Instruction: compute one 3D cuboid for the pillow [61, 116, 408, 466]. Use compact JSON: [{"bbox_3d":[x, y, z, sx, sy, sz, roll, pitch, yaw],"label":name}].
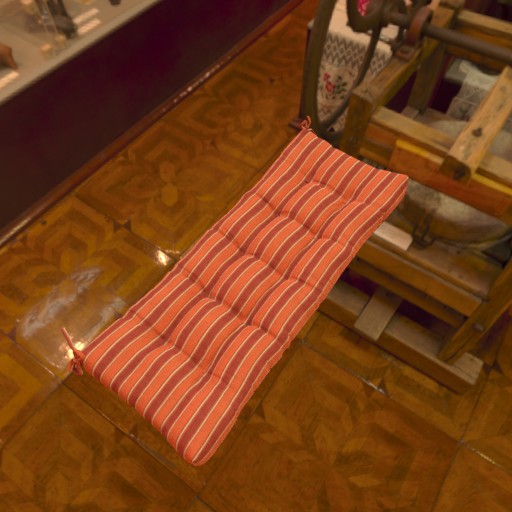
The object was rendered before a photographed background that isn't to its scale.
[{"bbox_3d":[0.000,0.000,1.384,0.511,0.174,1.194,32,63,19],"label":"pillow"}]
